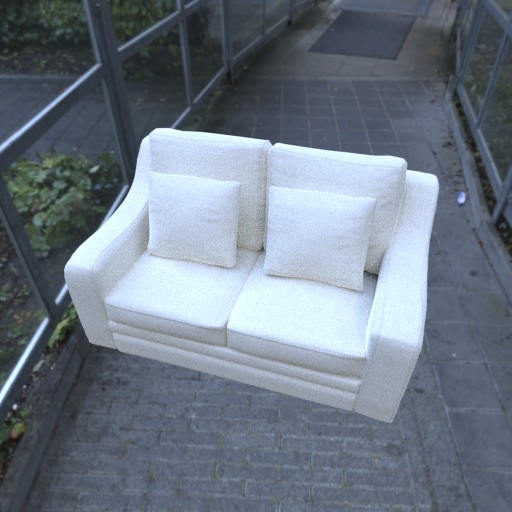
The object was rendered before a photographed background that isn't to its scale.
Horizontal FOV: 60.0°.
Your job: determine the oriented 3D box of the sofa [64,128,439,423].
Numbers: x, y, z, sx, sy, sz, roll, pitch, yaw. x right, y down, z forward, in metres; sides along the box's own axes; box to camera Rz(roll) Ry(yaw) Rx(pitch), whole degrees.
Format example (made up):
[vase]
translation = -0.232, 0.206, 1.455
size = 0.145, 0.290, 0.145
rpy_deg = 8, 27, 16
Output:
[sofa]
translation = 0.000, 0.000, 2.378
size = 1.744, 1.047, 1.040
rpy_deg = 11, 41, 13
